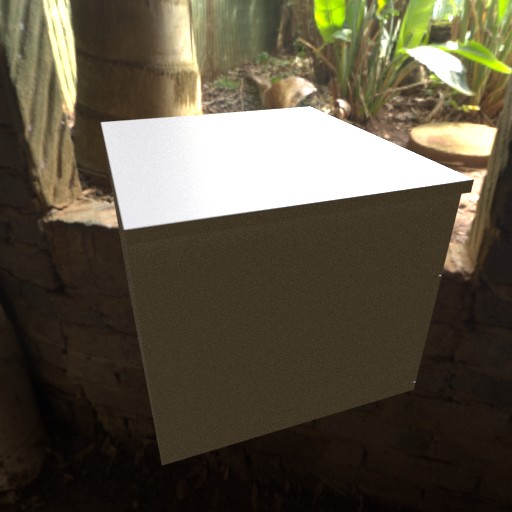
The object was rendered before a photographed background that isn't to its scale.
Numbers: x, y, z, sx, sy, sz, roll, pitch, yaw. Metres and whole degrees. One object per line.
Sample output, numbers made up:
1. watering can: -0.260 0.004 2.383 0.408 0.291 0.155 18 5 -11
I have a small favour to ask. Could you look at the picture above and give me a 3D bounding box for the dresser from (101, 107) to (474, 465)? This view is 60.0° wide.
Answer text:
1. dresser: 0.000 0.000 0.713 0.400 0.360 0.430 -10 31 -17
